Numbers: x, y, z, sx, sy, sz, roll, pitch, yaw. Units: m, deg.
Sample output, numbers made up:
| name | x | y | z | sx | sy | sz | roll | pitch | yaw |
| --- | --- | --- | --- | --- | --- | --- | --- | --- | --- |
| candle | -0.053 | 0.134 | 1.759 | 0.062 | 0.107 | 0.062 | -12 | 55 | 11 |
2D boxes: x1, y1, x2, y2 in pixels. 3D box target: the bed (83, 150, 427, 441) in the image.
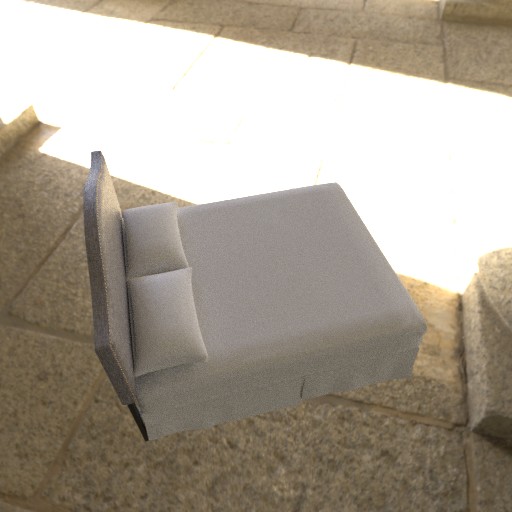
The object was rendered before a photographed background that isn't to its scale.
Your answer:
| name | x | y | z | sx | sy | sz | roll | pitch | yaw |
| --- | --- | --- | --- | --- | --- | --- | --- | --- | --- |
| bed | 0.000 | 0.000 | 2.951 | 1.870 | 1.295 | 1.610 | -11 | 48 | -10 |
